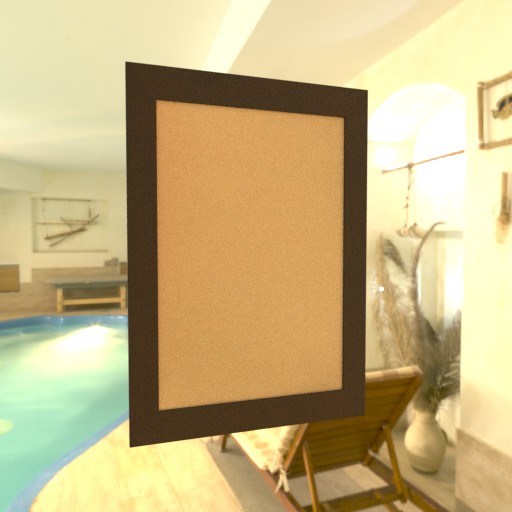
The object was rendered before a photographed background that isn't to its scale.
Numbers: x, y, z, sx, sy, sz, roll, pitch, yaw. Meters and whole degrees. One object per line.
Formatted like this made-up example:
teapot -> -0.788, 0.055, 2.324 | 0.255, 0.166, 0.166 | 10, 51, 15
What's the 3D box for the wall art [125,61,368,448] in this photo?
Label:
wall art -> 0.000, 0.000, 0.643 | 0.359, 0.508, 0.013 | -1, 2, -18
